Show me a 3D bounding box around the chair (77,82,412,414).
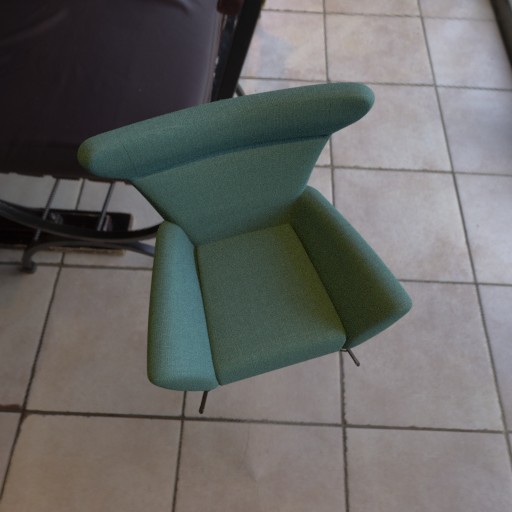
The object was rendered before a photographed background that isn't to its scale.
[{"bbox_3d":[0.000,0.000,1.777,1.050,0.980,0.900,-15,64,-7],"label":"chair"}]
